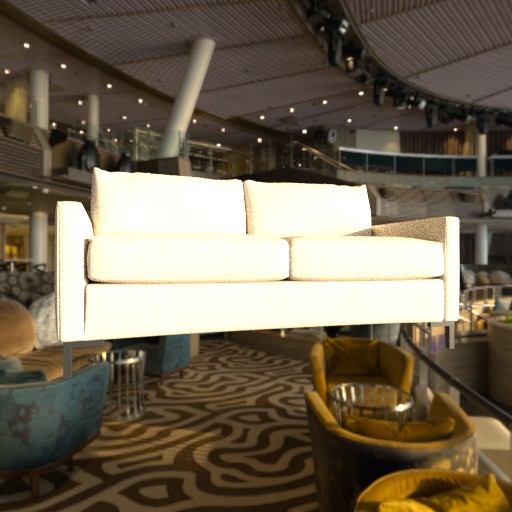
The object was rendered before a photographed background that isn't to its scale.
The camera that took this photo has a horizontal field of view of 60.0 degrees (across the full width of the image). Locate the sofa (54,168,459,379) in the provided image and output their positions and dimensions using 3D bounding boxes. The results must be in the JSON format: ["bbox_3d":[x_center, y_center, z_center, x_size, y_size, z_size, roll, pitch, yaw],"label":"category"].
[{"bbox_3d":[0.000,0.000,2.049,1.651,0.812,0.839,0,-1,-19],"label":"sofa"}]
